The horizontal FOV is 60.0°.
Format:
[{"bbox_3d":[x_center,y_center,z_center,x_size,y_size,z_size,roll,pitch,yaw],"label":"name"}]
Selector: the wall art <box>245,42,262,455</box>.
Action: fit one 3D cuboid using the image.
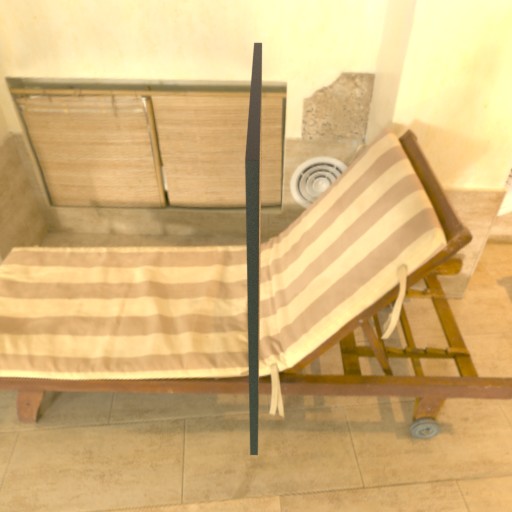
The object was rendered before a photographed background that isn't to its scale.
[{"bbox_3d":[0.000,0.000,0.703,0.013,0.534,0.381,1,40,1],"label":"wall art"}]
